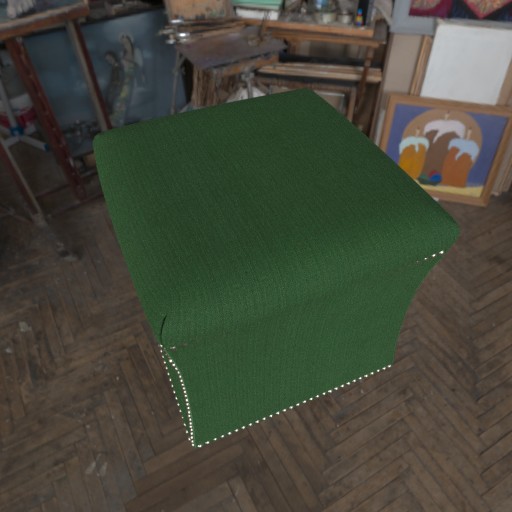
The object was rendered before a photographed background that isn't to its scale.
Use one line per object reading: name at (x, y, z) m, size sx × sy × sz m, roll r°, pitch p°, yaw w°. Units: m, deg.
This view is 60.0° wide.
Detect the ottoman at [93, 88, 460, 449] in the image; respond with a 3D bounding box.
ottoman at (0.000, 0.000, 0.905) m, size 0.497 × 0.475 × 0.507 m, roll -17°, pitch 50°, yaw -15°
